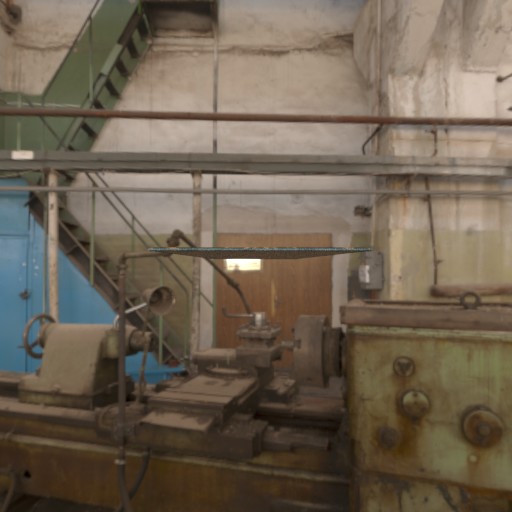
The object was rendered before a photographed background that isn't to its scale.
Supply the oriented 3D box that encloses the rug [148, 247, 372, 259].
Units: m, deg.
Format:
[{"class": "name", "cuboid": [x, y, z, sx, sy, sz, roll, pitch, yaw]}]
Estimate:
[{"class": "rug", "cuboid": [0.000, 0.000, 2.492, 0.685, 0.014, 2.292, 0, -1, -1]}]
